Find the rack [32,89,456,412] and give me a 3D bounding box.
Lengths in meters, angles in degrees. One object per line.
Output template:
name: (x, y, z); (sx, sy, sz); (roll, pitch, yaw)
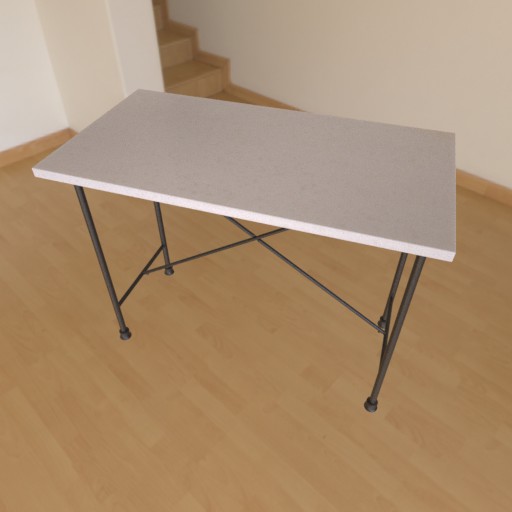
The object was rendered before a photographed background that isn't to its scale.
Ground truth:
rack: (0.000, 0.000, 1.649); (1.159, 0.880, 0.613); (13, 44, 14)
